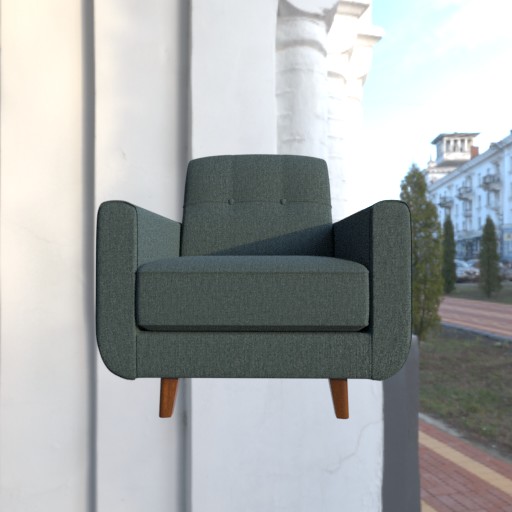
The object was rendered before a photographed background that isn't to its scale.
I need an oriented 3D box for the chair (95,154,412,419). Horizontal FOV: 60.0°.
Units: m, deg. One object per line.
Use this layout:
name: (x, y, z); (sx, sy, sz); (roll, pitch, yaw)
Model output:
chair: (0.000, 0.000, 1.691); (0.880, 0.940, 0.964); (0, -1, 1)
